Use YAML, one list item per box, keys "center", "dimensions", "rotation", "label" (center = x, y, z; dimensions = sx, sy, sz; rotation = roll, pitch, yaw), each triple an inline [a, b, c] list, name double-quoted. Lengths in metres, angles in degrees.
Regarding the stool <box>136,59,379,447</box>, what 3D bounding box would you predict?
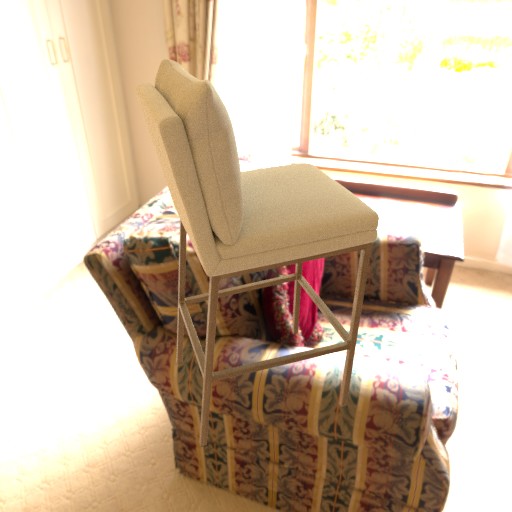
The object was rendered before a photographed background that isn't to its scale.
- center: [0.000, 0.000, 1.407]
  dimensions: [0.572, 1.125, 0.463]
  rotation: [-10, 32, -17]
  label: "stool"
